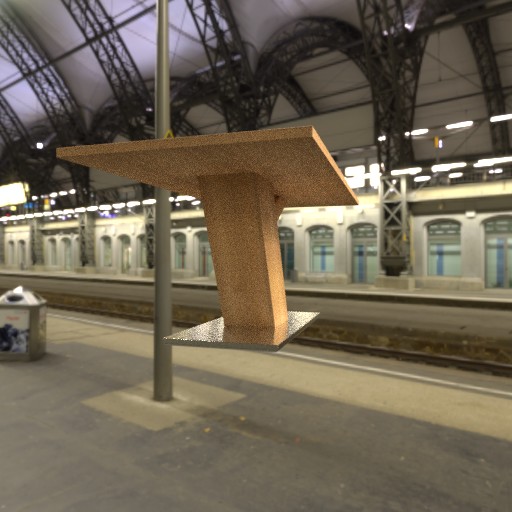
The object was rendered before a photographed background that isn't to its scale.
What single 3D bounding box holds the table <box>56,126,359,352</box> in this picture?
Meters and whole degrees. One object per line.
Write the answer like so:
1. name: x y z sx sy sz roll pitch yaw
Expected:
1. table: 0.000 0.000 2.271 0.900 0.750 1.800 0 0 17
